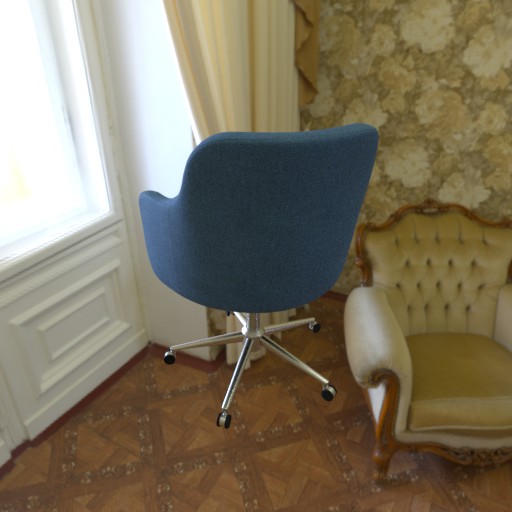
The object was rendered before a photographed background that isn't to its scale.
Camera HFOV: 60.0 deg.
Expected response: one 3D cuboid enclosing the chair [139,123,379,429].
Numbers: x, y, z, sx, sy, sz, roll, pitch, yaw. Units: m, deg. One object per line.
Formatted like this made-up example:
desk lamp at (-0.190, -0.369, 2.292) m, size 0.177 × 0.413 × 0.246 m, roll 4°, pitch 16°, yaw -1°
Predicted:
chair at (0.000, 0.000, 1.268) m, size 0.599 × 0.820 × 0.655 m, roll -9°, pitch 29°, yaw -16°
